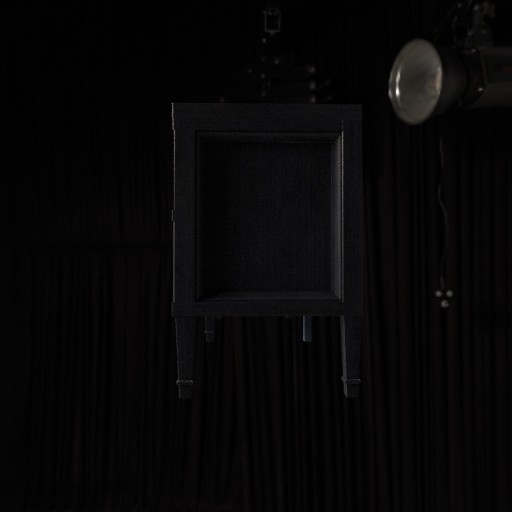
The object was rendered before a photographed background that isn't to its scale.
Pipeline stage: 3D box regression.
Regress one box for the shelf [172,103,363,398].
[{"bbox_3d":[0.000,0.000,1.861,0.479,0.719,1.575,0,-1,-1],"label":"shelf"}]
